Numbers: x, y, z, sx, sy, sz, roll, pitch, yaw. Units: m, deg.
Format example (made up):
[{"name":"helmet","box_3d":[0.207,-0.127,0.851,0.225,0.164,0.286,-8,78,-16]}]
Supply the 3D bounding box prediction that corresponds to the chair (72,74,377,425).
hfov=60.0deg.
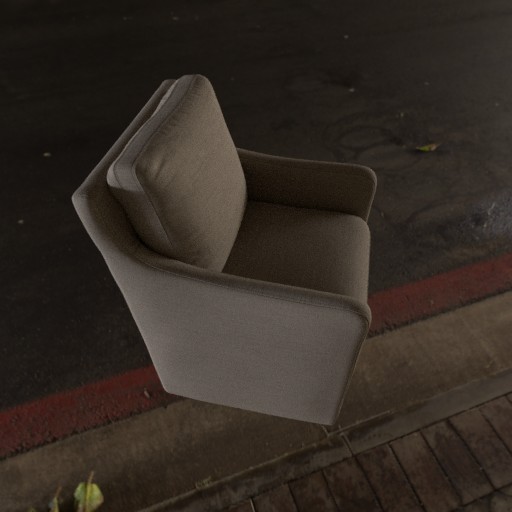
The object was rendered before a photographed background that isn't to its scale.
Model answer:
[{"name":"chair","box_3d":[0.000,0.000,1.374,0.694,0.914,0.626,9,47,8]}]
